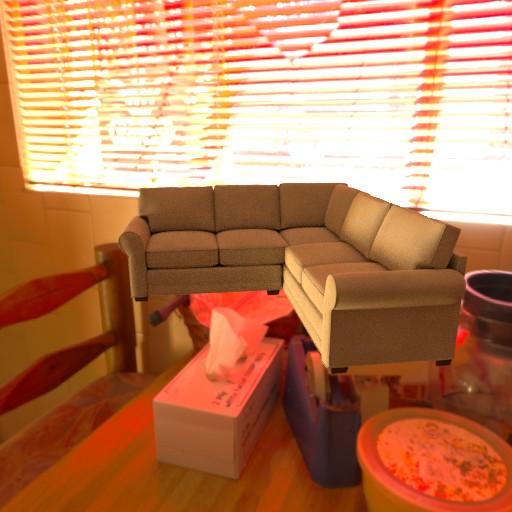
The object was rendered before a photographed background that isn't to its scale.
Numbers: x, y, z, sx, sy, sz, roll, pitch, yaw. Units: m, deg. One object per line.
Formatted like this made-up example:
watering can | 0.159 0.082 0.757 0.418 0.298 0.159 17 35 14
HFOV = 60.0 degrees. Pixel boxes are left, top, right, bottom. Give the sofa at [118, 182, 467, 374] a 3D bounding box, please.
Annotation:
sofa | 0.000 0.000 3.947 2.487 1.053 2.562 -2 16 -8
